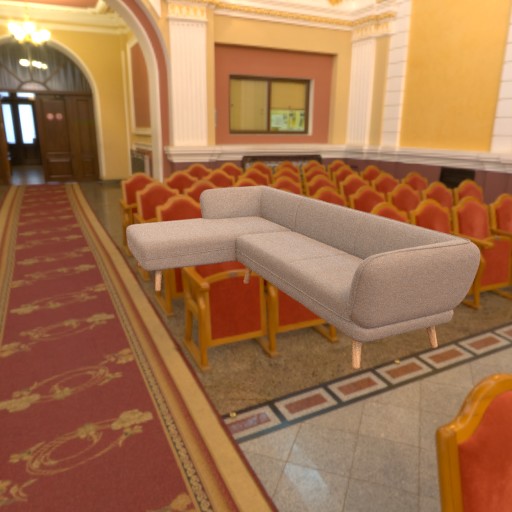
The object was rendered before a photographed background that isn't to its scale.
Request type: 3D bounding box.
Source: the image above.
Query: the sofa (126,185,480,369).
[{"bbox_3d":[0.000,0.000,3.336,1.532,0.693,2.653,-7,18,-24],"label":"sofa"}]
